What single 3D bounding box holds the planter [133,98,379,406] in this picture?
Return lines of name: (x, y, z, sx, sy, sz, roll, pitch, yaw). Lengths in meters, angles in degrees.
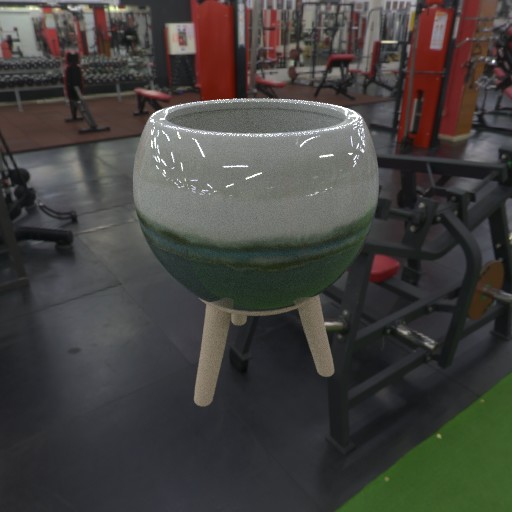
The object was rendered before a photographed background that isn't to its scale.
planter: (0.000, 0.000, 0.447, 0.222, 0.278, 0.222, 0, 27, 0)
